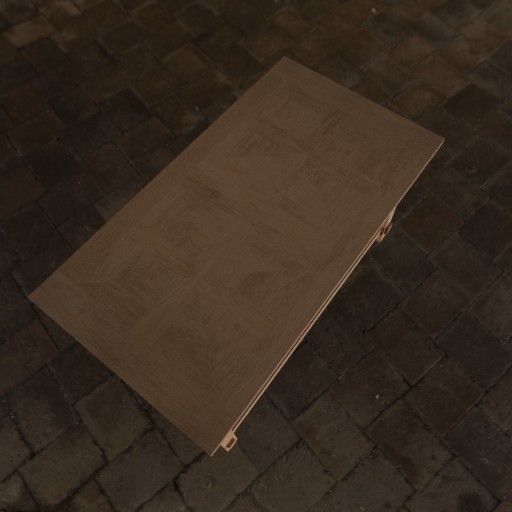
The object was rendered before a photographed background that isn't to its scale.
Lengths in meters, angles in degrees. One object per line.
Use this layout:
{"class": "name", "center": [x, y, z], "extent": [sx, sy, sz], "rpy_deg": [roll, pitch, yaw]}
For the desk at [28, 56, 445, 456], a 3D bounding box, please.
{"class": "desk", "center": [0.000, 0.000, 2.006], "extent": [0.813, 0.762, 1.499], "rpy_deg": [34, 68, 16]}
